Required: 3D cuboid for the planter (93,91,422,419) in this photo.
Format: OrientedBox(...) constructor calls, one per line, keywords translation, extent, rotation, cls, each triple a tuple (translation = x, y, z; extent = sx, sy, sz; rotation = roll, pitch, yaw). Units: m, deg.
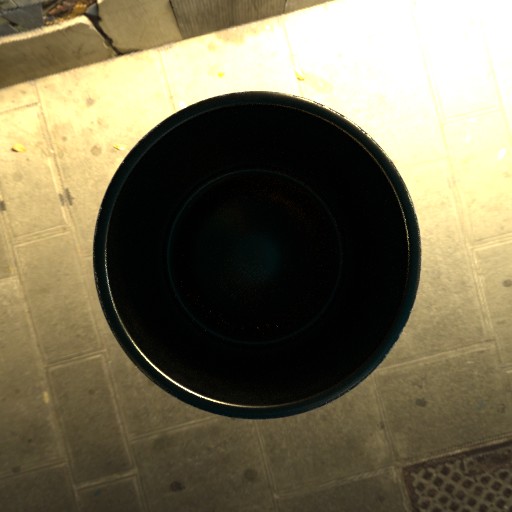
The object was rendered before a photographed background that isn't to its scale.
OrientedBox(translation=(0.000, 0.000, 0.389), extent=(0.221, 0.201, 0.221), rotation=(0, 89, -1), cls="planter")
